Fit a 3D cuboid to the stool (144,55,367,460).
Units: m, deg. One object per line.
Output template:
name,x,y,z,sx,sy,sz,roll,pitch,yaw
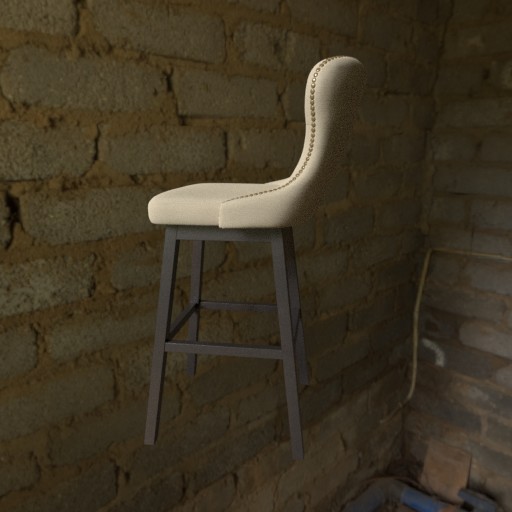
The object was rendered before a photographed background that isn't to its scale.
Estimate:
stool,0.000,0.000,1.364,0.605,1.066,0.528,2,13,8
